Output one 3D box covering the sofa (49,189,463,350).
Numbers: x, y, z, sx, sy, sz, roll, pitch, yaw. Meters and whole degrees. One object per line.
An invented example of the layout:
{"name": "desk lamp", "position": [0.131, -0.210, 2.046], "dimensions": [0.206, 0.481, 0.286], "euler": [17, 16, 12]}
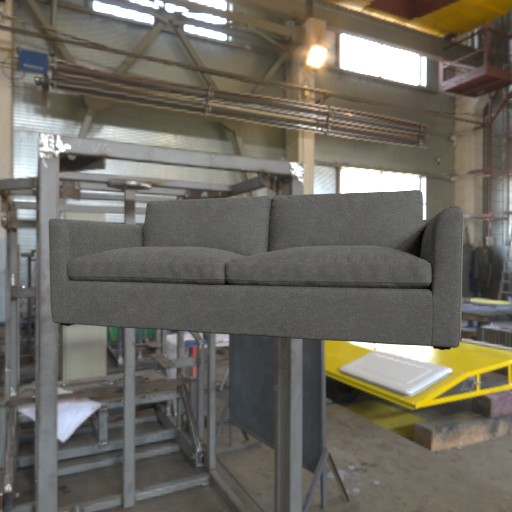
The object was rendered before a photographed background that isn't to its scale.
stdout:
{"name": "sofa", "position": [0.000, 0.000, 2.770], "dimensions": [2.257, 0.838, 1.092], "euler": [0, 0, 18]}
